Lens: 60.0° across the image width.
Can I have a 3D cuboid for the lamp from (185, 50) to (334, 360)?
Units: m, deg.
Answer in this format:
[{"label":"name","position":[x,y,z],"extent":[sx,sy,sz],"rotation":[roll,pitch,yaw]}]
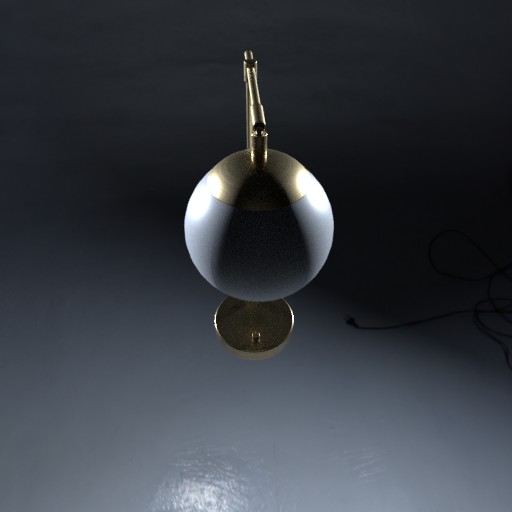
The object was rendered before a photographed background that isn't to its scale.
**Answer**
[{"label":"lamp","position":[0.000,0.000,0.746],"extent":[0.207,0.559,0.324],"rotation":[-3,46,-3]}]
